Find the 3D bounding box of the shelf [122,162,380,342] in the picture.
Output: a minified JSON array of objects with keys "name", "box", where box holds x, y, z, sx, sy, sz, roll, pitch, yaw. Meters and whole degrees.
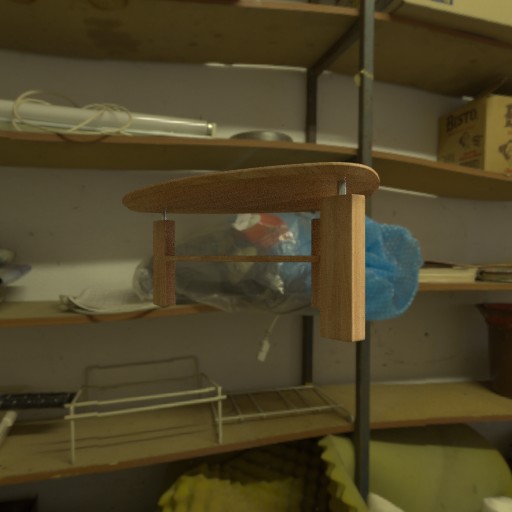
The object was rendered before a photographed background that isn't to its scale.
[{"name":"shelf","box":[0.000,0.000,1.654,0.863,0.439,1.240,0,0,-38]}]
